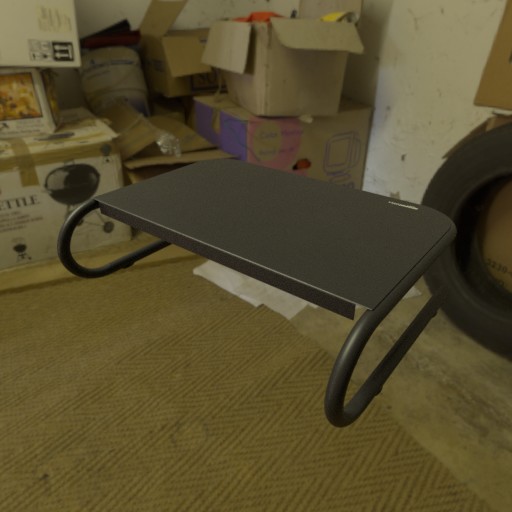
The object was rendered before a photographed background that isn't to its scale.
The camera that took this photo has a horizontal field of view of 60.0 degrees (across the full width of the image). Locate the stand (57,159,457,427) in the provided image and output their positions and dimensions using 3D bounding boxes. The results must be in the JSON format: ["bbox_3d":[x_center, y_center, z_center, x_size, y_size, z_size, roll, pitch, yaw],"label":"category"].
[{"bbox_3d":[0.000,0.000,0.508,0.370,0.108,0.280,21,36,33],"label":"stand"}]
